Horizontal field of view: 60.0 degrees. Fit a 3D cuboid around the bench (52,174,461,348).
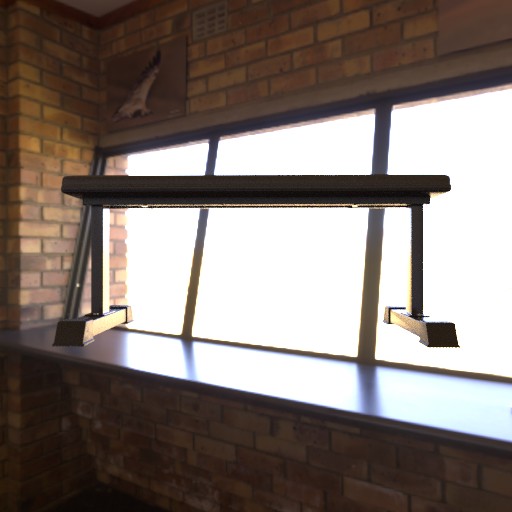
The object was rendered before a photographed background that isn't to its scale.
[{"bbox_3d":[0.000,0.000,1.316,1.072,0.453,0.439,0,0,1],"label":"bench"}]
